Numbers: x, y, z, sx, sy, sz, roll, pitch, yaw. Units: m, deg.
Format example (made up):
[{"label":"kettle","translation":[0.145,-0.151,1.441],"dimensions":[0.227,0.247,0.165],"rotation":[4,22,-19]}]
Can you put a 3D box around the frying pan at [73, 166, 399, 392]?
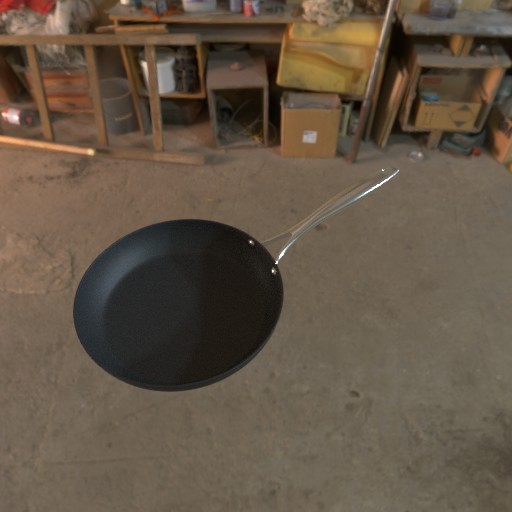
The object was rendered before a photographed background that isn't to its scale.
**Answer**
[{"label":"frying pan","translation":[0.000,0.000,0.582],"dimensions":[0.472,0.105,0.255],"rotation":[-24,52,-20]}]
